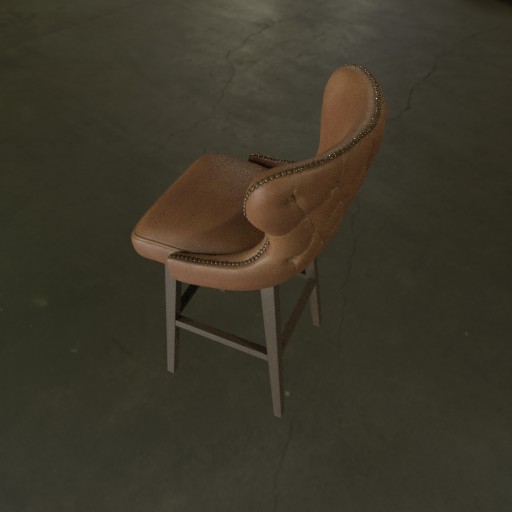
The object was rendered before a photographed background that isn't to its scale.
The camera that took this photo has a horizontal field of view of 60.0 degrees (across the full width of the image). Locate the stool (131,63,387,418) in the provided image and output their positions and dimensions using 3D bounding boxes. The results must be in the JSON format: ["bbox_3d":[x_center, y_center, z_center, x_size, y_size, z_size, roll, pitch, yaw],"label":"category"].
[{"bbox_3d":[0.000,0.000,1.419,0.606,1.087,0.591,18,49,16],"label":"stool"}]
